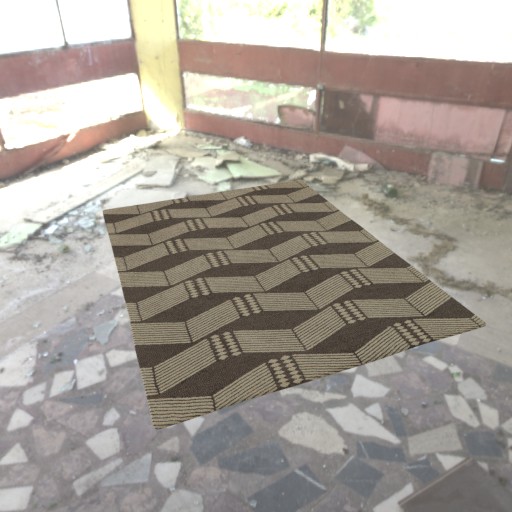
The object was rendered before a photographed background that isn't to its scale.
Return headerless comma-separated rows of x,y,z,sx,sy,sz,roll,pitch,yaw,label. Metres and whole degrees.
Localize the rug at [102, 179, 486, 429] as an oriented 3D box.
0.000,0.000,4.062,2.438,0.016,3.048,-12,33,-18,rug
